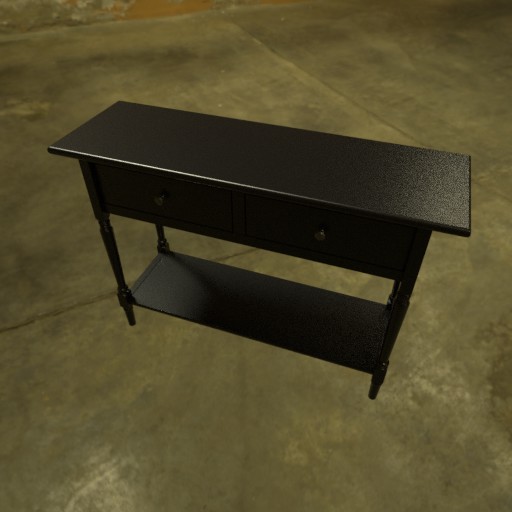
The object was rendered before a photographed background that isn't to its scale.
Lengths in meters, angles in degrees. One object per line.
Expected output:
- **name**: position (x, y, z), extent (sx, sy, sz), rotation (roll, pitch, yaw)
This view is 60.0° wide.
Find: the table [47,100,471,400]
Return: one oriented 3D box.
- **table**: position (0.000, 0.000, 1.569), extent (1.191, 0.819, 0.386), rotation (13, 43, 15)
